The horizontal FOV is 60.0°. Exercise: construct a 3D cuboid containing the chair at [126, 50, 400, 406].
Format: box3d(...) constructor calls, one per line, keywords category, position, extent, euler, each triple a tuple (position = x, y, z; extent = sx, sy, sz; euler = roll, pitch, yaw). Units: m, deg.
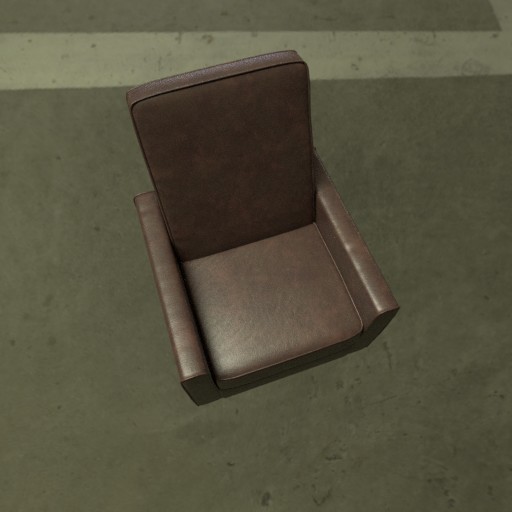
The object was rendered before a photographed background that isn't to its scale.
box3d(category="chair", position=(0.000, 0.000, 1.521), extent=(0.705, 1.013, 0.746), euler=(-17, 65, -8))
